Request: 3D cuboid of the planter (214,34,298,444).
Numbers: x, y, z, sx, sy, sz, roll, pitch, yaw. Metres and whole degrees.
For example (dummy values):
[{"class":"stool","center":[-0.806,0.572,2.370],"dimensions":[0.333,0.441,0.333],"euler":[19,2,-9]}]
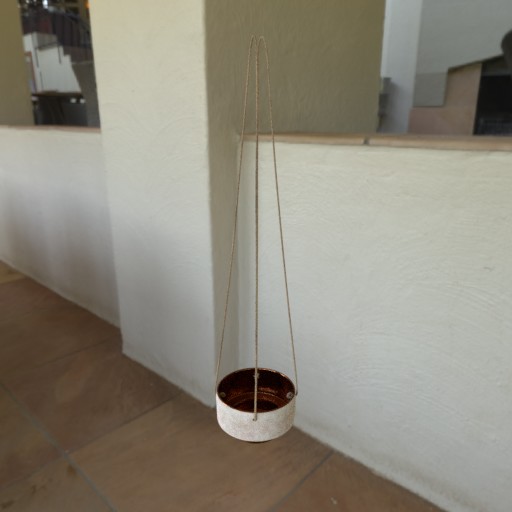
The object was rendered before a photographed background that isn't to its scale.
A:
[{"class":"planter","center":[0.000,0.000,1.138],"dimensions":[0.223,1.030,0.223],"euler":[-15,23,-41]}]
